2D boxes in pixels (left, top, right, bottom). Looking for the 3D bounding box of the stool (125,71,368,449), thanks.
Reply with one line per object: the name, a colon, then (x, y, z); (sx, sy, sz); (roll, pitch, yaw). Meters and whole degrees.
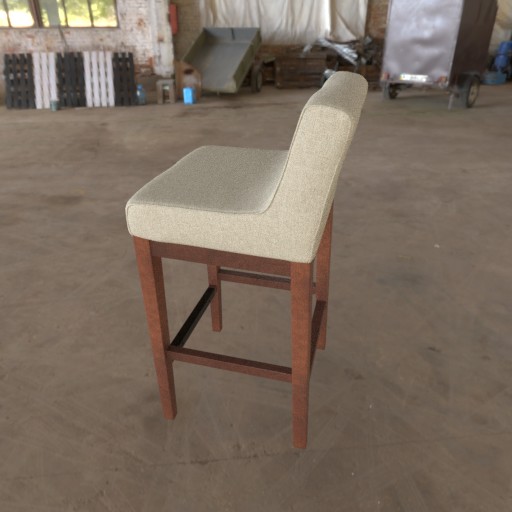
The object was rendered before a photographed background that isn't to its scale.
stool: (0.000, 0.000, 1.250); (0.500, 0.937, 0.511); (7, 30, 13)
